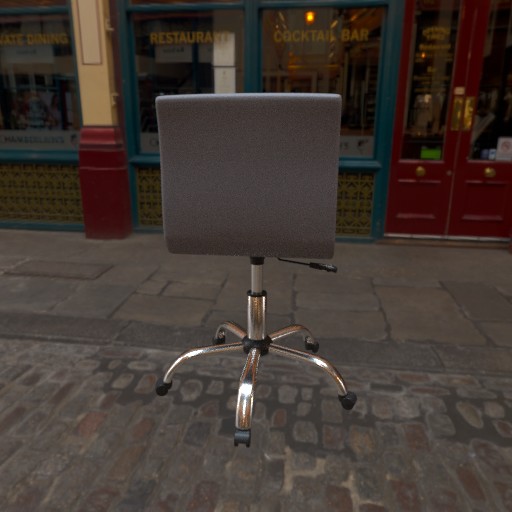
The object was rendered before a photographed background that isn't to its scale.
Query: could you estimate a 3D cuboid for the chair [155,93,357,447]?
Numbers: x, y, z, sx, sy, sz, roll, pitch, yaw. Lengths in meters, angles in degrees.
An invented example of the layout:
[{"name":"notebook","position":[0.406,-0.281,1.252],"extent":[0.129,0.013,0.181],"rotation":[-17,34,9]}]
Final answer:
[{"name":"chair","position":[0.000,0.000,1.163],"extent":[0.556,0.780,0.530],"rotation":[2,16,7]}]
